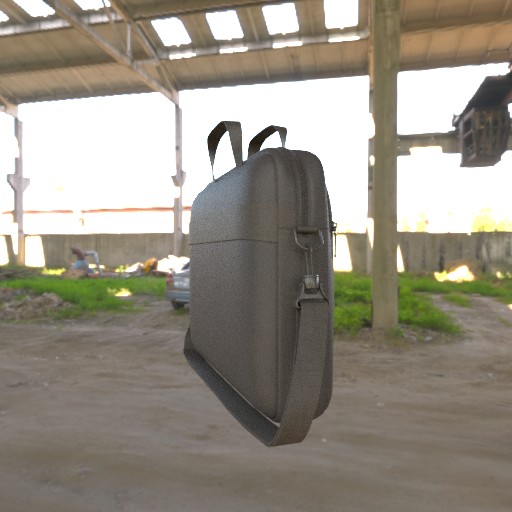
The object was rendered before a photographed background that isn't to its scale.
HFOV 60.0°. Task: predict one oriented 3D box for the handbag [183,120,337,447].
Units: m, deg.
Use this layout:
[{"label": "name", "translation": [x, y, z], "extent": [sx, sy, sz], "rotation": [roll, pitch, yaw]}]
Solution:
[{"label": "handbag", "translation": [0.000, 0.000, 0.572], "extent": [0.126, 0.330, 0.429], "rotation": [0, 0, -20]}]
